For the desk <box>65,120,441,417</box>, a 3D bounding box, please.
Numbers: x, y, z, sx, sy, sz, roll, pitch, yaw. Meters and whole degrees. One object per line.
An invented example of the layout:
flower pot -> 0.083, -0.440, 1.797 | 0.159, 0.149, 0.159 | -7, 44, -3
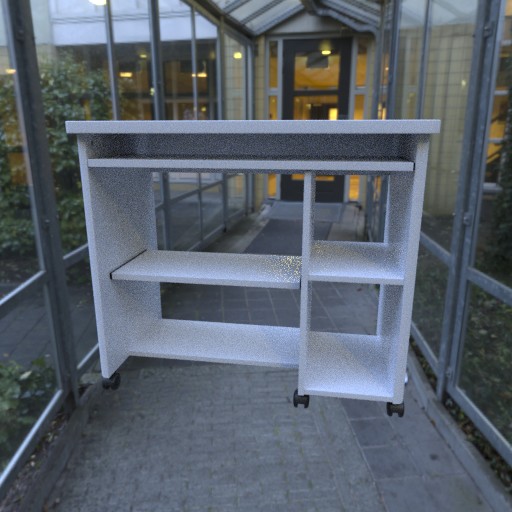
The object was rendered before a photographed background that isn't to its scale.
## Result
desk -> 0.000, 0.000, 1.322 | 0.877, 0.763, 0.475 | 2, 16, 9
